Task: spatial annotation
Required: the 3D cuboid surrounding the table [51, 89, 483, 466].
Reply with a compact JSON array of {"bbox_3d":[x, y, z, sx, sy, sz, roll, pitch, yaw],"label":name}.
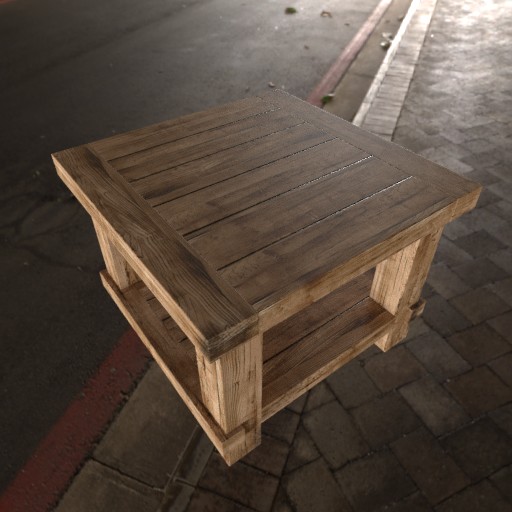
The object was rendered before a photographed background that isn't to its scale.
[{"bbox_3d":[0.000,0.000,1.026,0.610,0.457,0.610,-26,47,-27],"label":"table"}]
